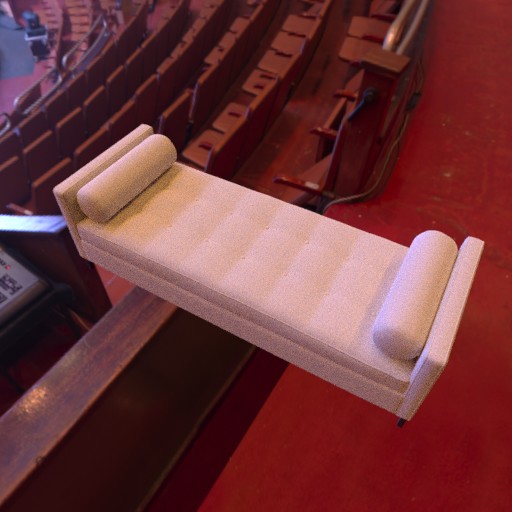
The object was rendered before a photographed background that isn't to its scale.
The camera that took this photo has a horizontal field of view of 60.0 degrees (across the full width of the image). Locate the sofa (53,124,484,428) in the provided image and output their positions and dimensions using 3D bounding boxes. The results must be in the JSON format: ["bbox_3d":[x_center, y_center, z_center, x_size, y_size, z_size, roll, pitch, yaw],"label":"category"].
[{"bbox_3d":[0.000,0.000,2.338,1.985,0.641,0.746,23,52,20],"label":"sofa"}]
